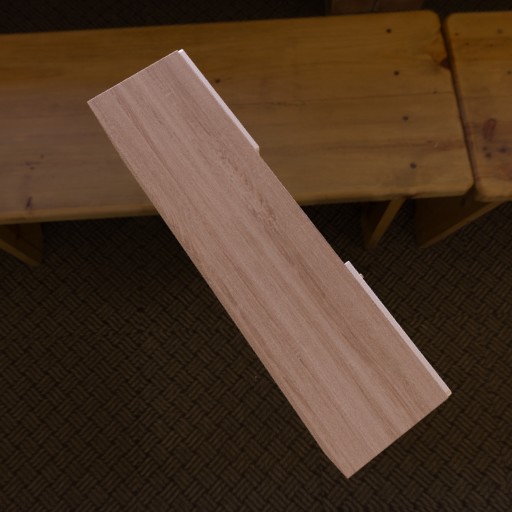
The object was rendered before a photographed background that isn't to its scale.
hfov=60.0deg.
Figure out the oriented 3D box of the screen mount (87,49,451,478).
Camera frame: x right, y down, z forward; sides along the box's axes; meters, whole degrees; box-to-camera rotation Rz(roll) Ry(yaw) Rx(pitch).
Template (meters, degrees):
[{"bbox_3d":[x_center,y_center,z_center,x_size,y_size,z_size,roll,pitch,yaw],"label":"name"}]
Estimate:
[{"bbox_3d":[0.000,0.000,1.727,0.420,0.570,1.500,-34,77,-9],"label":"screen mount"}]
